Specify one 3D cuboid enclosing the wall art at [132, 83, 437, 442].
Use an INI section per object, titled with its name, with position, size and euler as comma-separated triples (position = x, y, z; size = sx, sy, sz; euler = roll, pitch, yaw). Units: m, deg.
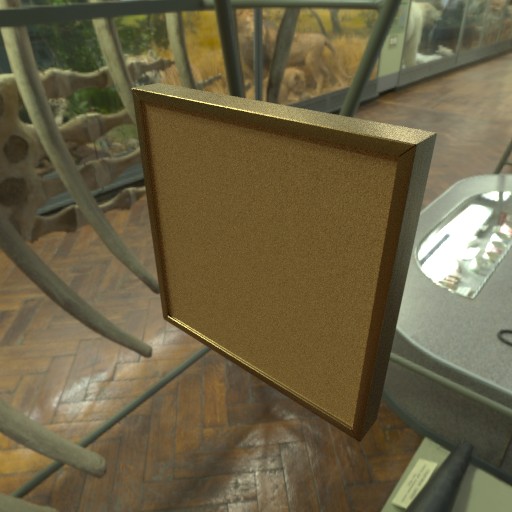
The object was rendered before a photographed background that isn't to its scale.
[wall art]
position = 0.000, 0.000, 0.464
size = 0.305, 0.305, 0.037
euler = 23, 38, 33
